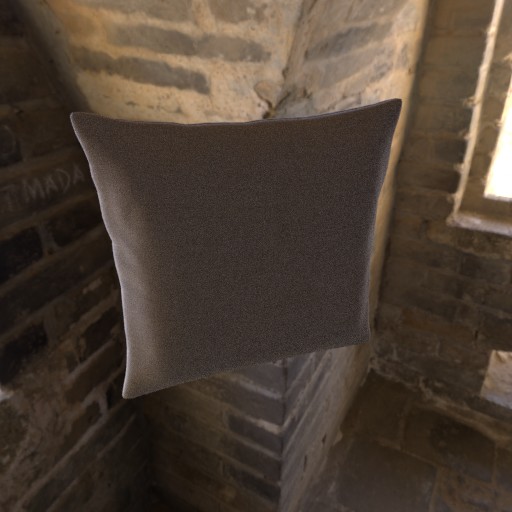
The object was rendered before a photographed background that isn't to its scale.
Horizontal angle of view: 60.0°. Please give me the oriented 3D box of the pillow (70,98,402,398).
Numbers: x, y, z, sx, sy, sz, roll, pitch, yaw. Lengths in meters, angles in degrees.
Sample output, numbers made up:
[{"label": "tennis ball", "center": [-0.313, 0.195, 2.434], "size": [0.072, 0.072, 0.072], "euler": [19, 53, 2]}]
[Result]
[{"label": "pillow", "center": [0.000, 0.000, 0.778], "size": [0.523, 0.510, 0.166], "euler": [-8, 28, -17]}]
